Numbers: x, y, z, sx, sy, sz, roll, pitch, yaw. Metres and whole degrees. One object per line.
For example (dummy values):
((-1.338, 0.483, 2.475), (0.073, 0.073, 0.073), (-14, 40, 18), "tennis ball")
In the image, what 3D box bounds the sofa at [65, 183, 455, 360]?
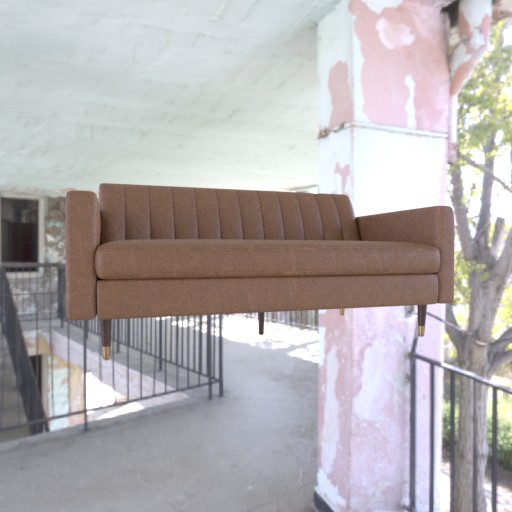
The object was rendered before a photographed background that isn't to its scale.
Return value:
((0.000, 0.000, 2.378), (1.847, 0.821, 0.993), (0, 1, -19), "sofa")
